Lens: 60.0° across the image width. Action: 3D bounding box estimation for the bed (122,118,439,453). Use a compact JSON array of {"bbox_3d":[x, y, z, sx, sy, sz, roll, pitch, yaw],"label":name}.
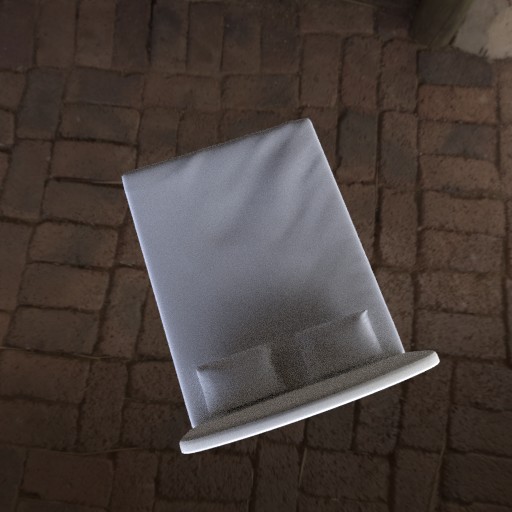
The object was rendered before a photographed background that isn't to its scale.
[{"bbox_3d":[0.000,0.000,3.030,1.607,1.410,2.005,-18,77,-4],"label":"bed"}]
